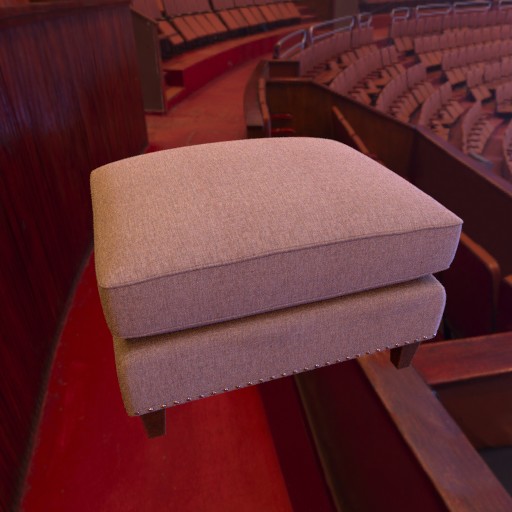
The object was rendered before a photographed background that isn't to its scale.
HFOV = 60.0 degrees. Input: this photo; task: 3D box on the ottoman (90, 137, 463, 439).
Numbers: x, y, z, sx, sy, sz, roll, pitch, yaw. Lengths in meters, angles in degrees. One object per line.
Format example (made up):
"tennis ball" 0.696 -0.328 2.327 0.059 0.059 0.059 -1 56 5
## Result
"ottoman" 0.000 0.000 1.137 0.741 0.513 0.584 -10 33 -16
